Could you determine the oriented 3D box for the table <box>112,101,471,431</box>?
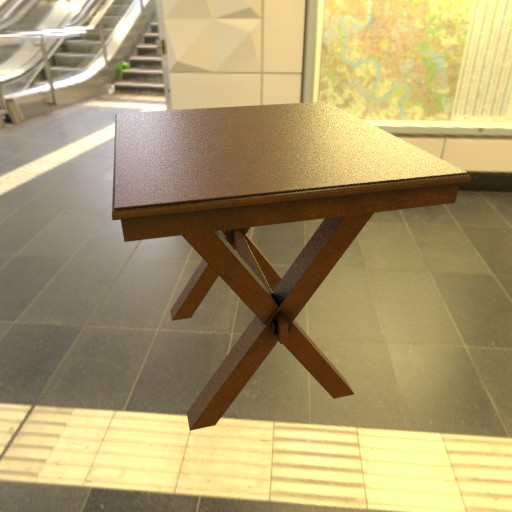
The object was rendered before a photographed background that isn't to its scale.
[{"bbox_3d":[0.000,0.000,1.044,0.560,0.562,0.602,-8,31,-13],"label":"table"}]
